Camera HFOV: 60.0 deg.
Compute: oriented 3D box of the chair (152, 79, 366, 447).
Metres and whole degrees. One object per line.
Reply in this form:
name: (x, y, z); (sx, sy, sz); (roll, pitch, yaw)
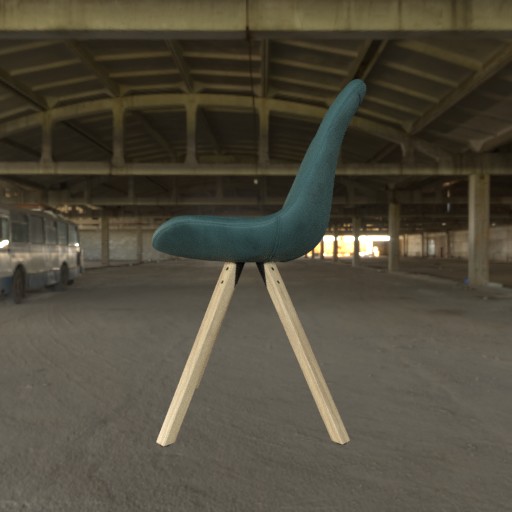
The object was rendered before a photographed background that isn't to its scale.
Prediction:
chair: (0.000, 0.000, 1.216); (0.547, 0.865, 0.483); (0, 1, 0)
